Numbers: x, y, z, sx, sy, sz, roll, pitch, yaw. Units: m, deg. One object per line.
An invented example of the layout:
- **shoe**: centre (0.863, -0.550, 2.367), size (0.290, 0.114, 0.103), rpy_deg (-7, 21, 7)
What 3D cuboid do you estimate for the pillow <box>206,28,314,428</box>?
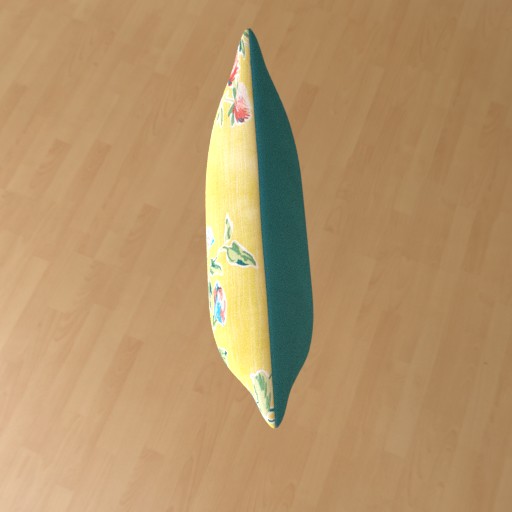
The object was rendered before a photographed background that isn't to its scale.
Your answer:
- **pillow**: centre (0.000, 0.000, 0.788), size (0.166, 0.508, 0.525), rpy_deg (-3, 75, -1)
